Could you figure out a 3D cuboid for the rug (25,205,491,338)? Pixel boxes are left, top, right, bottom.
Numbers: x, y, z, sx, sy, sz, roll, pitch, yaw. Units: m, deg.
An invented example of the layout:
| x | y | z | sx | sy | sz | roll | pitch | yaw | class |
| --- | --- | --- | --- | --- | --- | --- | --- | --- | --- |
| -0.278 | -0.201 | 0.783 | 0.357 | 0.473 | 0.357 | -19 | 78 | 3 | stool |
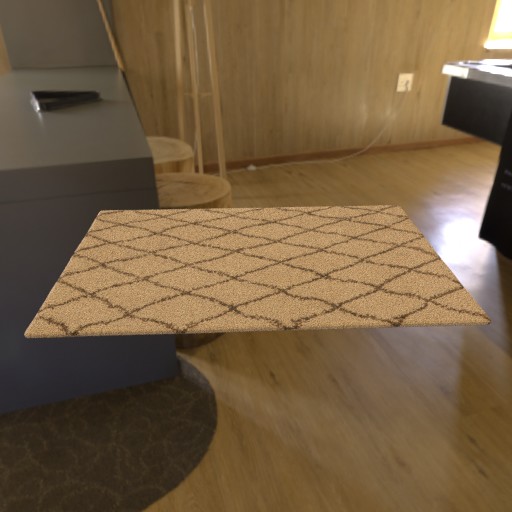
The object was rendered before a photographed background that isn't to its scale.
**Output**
| x | y | z | sx | sy | sz | roll | pitch | yaw | class |
| --- | --- | --- | --- | --- | --- | --- | --- | --- | --- |
| 0.000 | 0.000 | 2.956 | 2.438 | 0.030 | 1.524 | -1 | 30 | -2 | rug |
